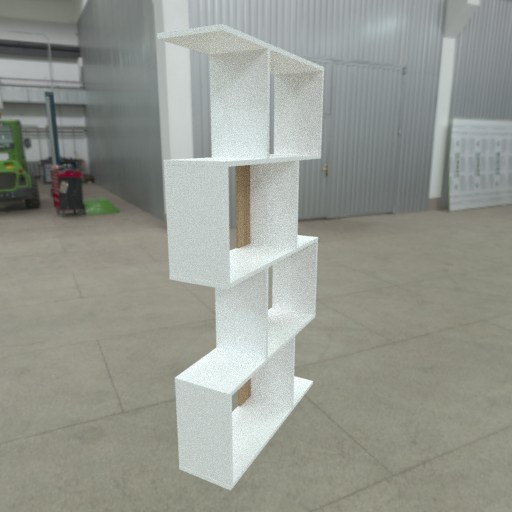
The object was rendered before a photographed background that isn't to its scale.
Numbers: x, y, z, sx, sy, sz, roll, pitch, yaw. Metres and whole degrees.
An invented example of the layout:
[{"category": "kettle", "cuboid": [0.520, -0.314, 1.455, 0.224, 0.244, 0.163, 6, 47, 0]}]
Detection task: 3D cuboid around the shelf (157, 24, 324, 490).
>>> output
[{"category": "shelf", "cuboid": [0.000, 0.000, 1.954, 0.250, 1.650, 0.890, 8, 16, 27]}]
